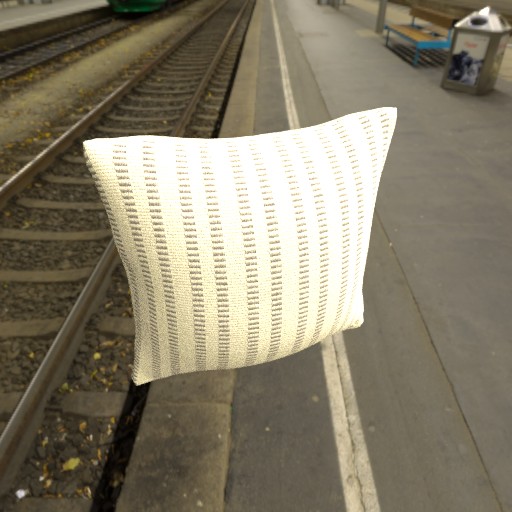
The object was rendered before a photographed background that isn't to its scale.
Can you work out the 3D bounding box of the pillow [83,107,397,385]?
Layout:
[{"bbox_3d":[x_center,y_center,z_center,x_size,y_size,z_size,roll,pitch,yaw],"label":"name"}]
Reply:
[{"bbox_3d":[0.000,0.000,0.690,0.438,0.419,0.247,-11,35,-17],"label":"pillow"}]
